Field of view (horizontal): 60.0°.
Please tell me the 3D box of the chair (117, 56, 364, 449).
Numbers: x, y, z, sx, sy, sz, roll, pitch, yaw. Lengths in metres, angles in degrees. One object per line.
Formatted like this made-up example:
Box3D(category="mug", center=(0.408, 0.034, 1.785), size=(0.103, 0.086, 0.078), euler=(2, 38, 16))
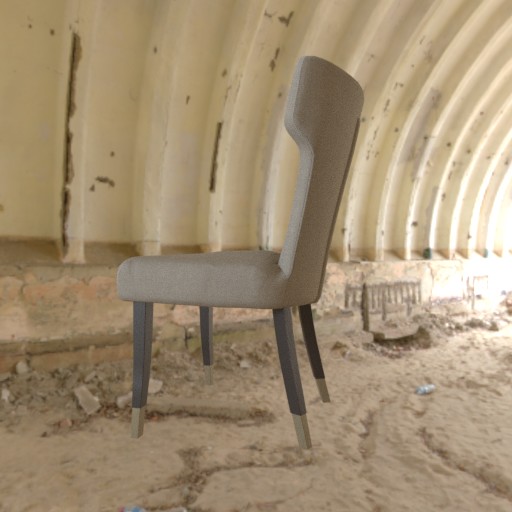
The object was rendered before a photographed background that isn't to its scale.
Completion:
Box3D(category="chair", center=(0.000, 0.000, 1.329), size=(0.630, 0.955, 0.526), euler=(0, 0, 17))
